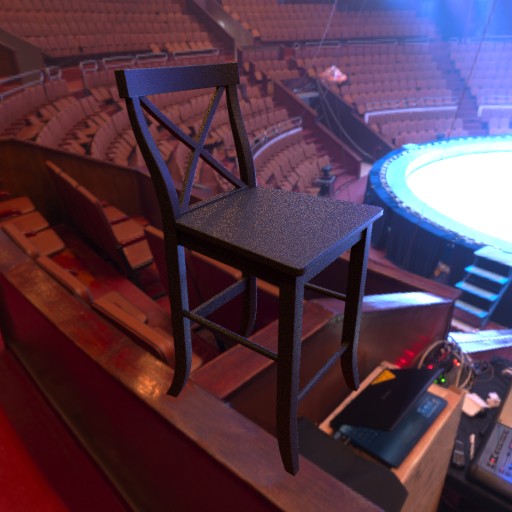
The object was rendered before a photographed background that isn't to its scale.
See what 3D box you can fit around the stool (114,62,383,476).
[{"bbox_3d":[0.000,0.000,1.267,0.559,0.989,0.452,18,31,32],"label":"stool"}]
